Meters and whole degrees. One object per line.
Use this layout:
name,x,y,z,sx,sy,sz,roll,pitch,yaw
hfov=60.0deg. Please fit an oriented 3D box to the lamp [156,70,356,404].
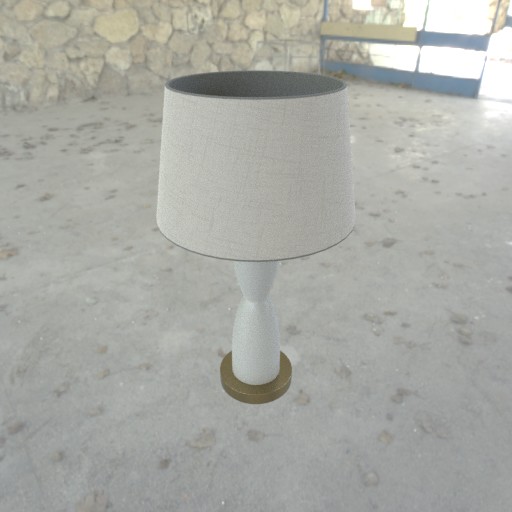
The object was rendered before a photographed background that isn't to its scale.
lamp,0.000,0.000,0.738,0.309,0.545,0.309,0,29,0
